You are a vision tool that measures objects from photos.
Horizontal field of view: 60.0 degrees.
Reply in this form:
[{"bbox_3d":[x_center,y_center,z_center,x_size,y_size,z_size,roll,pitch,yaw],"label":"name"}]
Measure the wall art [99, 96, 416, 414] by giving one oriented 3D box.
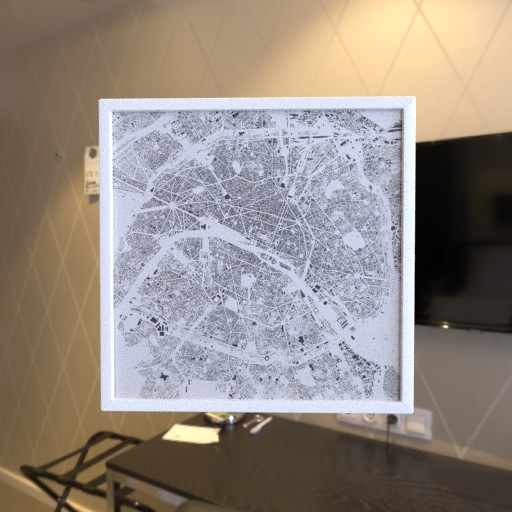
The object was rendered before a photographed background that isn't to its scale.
[{"bbox_3d":[0.000,0.000,0.733,0.508,0.508,0.038,0,1,1],"label":"wall art"}]
